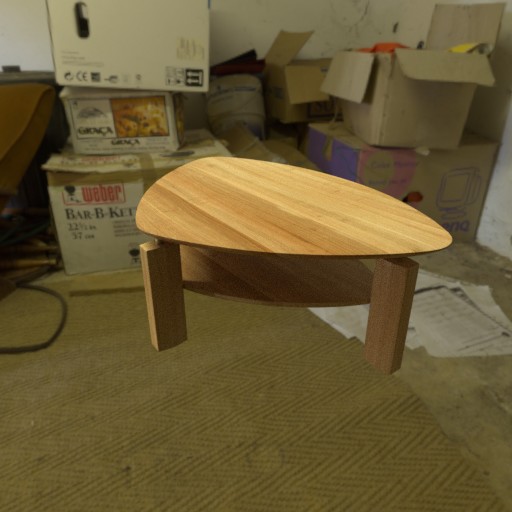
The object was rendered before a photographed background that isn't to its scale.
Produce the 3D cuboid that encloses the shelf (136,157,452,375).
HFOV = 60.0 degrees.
[{"bbox_3d":[0.000,0.000,1.640,0.863,0.439,1.240,-19,32,-33],"label":"shelf"}]
